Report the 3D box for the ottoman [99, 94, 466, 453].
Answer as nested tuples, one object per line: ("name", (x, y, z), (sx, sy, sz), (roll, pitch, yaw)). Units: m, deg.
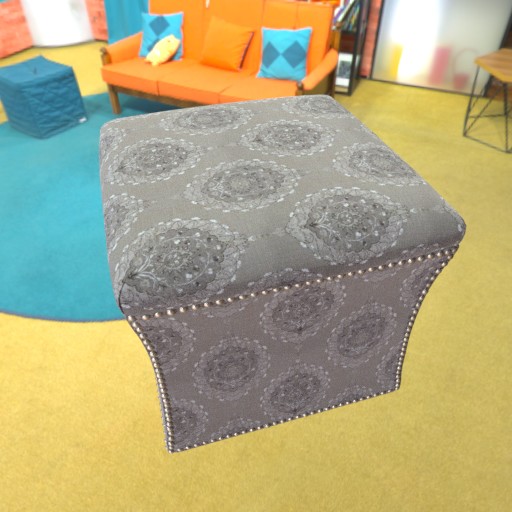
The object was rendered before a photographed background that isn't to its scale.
("ottoman", (0.000, 0.000, 0.871), (0.507, 0.473, 0.497), (-11, 43, -12))
